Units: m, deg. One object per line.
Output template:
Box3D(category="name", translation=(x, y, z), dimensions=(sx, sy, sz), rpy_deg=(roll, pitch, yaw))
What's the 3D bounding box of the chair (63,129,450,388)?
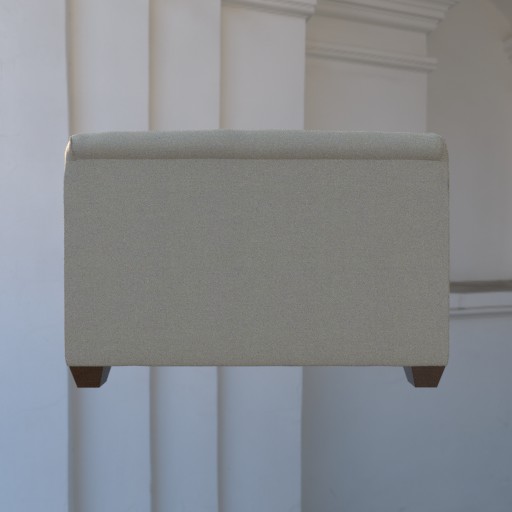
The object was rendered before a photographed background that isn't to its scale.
Box3D(category="chair", translation=(0.000, 0.000, 2.046), dimensions=(1.383, 0.948, 1.000), rpy_deg=(0, 0, 0))
